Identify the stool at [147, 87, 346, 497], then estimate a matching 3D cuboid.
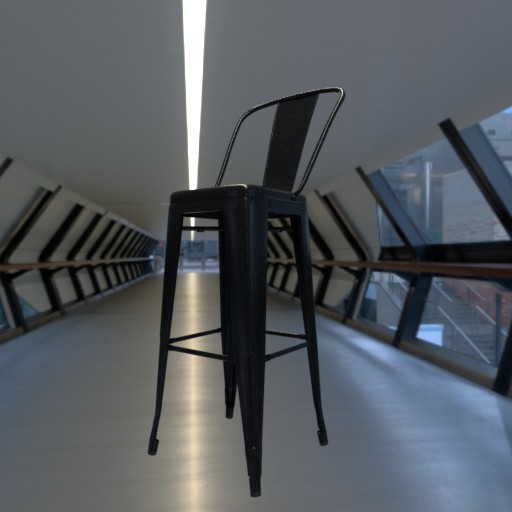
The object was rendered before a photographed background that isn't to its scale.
[{"bbox_3d":[0.000,0.000,1.309,0.399,1.096,0.513,1,1,36],"label":"stool"}]
